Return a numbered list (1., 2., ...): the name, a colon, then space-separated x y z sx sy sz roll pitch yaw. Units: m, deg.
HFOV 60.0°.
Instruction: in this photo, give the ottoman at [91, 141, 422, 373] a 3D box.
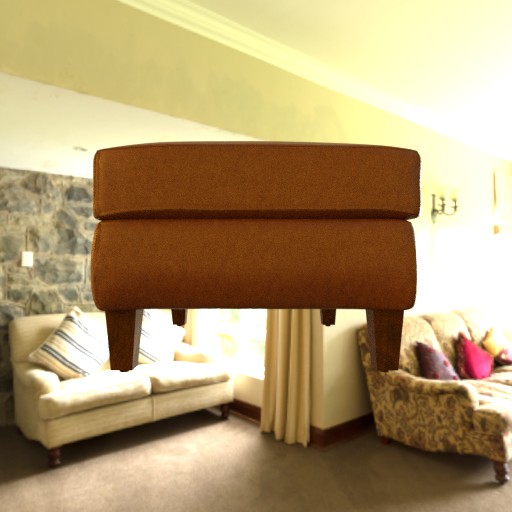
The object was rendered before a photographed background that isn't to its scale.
1. ottoman: 0.000 0.000 1.241 0.650 0.485 0.851 0 -1 0
